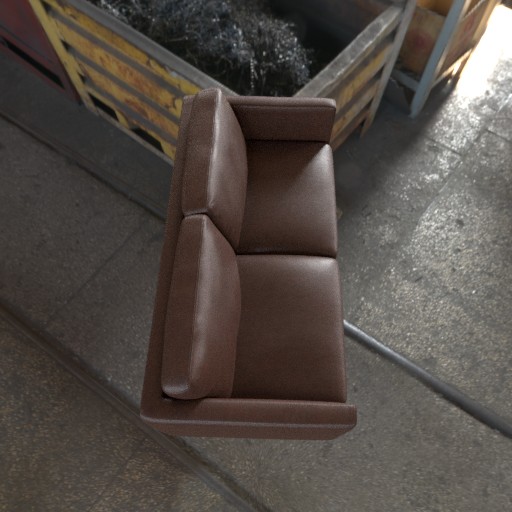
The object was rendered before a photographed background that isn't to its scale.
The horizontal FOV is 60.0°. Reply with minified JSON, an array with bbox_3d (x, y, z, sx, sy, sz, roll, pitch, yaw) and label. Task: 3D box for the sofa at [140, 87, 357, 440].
[{"bbox_3d":[0.000,0.000,2.514,0.951,0.933,1.883,1,64,1],"label":"sofa"}]
